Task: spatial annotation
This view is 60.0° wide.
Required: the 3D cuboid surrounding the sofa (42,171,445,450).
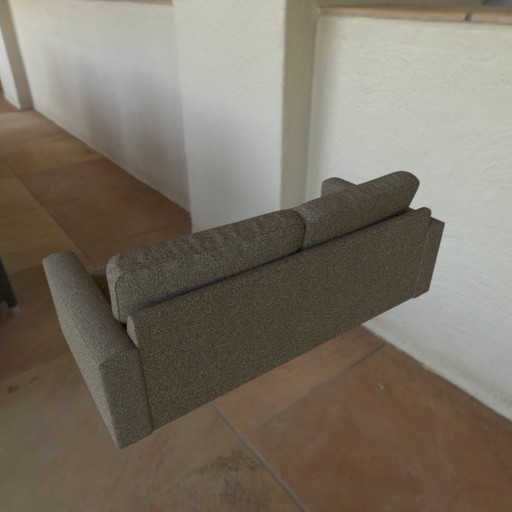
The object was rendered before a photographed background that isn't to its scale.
[{"bbox_3d":[0.000,0.000,2.651,2.179,0.873,1.016,-19,36,-29],"label":"sofa"}]
